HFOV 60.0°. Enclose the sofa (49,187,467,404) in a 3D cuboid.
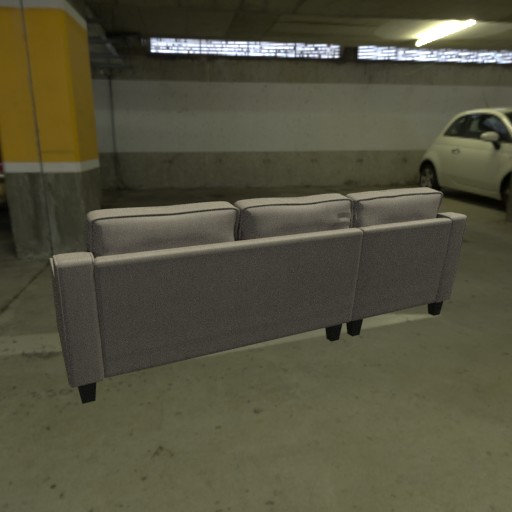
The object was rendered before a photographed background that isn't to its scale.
[{"bbox_3d":[0.000,0.000,3.044,2.561,0.928,1.294,-8,17,-26],"label":"sofa"}]
